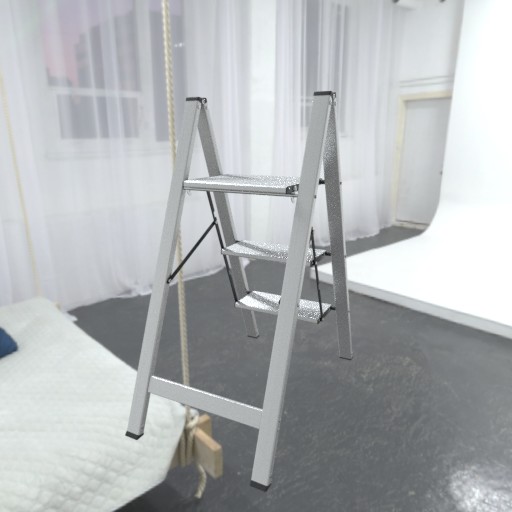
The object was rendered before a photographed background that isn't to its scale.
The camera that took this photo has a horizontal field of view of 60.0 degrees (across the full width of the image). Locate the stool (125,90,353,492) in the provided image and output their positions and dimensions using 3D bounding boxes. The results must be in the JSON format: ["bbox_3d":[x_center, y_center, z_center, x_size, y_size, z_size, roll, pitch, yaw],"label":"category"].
[{"bbox_3d":[0.000,0.000,1.316,0.441,0.902,0.730,8,17,27],"label":"stool"}]
